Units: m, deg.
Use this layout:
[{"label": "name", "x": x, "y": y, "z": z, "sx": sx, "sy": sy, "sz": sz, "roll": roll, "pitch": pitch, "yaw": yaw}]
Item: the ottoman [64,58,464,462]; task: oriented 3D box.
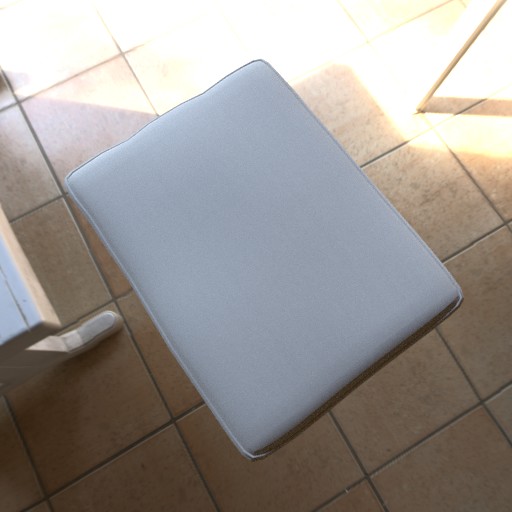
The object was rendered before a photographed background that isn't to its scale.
[{"label": "ottoman", "x": 0.000, "y": 0.000, "z": 1.215, "sx": 0.634, "sy": 0.479, "sz": 0.818, "roll": -35, "pitch": 78, "yaw": -8}]
